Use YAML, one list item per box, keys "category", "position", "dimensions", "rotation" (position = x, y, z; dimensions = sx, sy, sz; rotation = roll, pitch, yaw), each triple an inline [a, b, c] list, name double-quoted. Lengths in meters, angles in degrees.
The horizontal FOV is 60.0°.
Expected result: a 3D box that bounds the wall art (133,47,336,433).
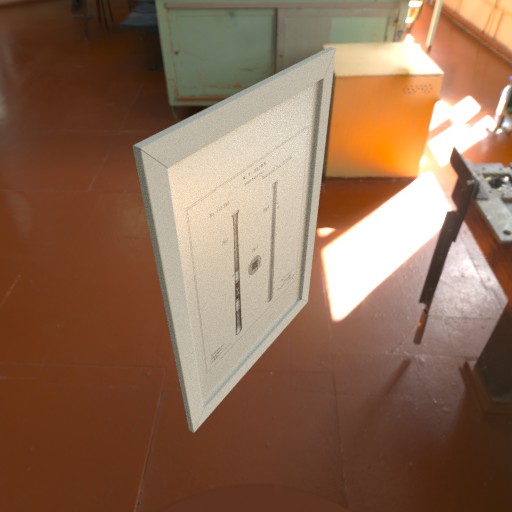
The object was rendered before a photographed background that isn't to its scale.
- category: "wall art"
  position: [0.000, 0.000, 0.694]
  dimensions: [0.012, 0.529, 0.374]
  rotation: [25, 47, 26]
